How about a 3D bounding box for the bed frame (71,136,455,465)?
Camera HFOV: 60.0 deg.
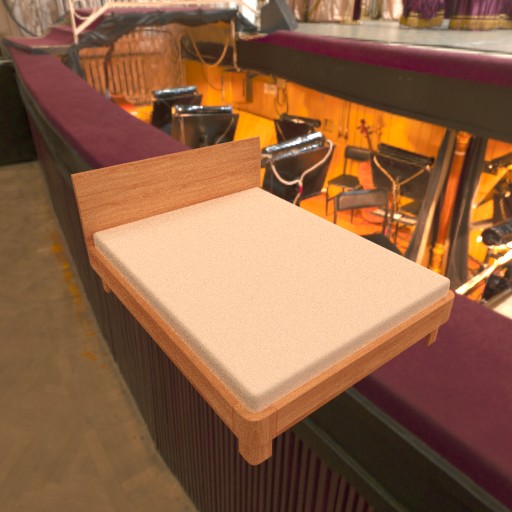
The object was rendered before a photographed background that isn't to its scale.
[{"bbox_3d":[0.000,0.000,3.053,1.660,0.940,2.092,-21,36,-32],"label":"bed frame"}]
